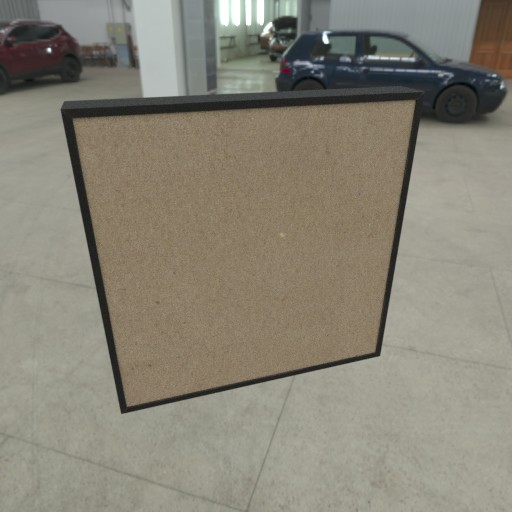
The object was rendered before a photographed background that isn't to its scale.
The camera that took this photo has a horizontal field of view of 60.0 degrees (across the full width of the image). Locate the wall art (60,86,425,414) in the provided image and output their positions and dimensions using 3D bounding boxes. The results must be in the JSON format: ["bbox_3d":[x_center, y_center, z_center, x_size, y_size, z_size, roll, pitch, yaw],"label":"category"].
[{"bbox_3d":[0.000,0.000,0.444,0.305,0.305,0.038,-8,29,-15],"label":"wall art"}]
